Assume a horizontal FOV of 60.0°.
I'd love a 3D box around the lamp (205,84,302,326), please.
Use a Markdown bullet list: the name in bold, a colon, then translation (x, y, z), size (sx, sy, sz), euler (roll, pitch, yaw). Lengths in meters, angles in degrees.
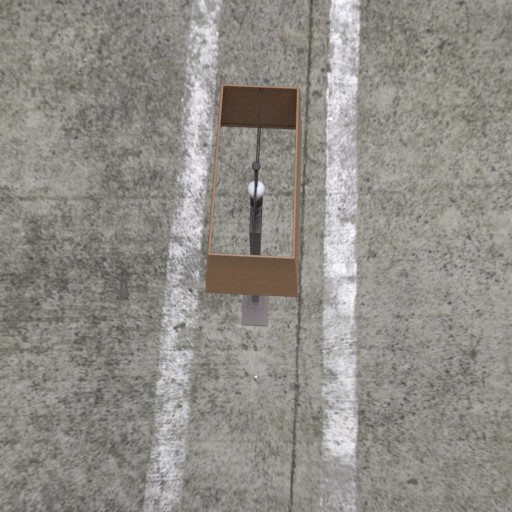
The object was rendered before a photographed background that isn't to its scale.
- **lamp**: translation (0.000, 0.000, 1.655), size (0.233, 1.469, 0.475), euler (3, 75, 1)
